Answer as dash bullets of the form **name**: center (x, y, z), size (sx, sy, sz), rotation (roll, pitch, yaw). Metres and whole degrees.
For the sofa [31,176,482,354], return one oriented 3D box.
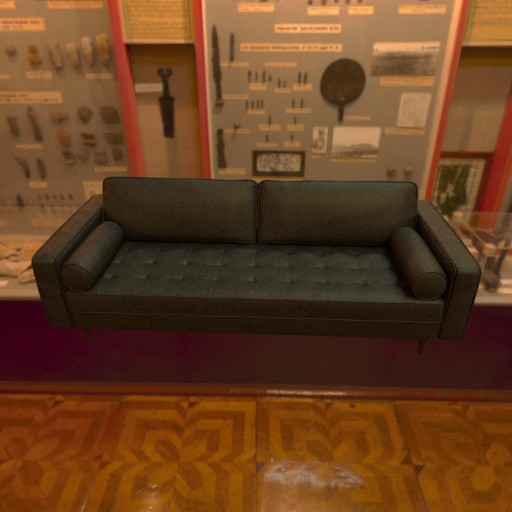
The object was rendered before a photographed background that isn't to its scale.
- **sofa**: center (0.000, 0.000, 2.581), size (2.210, 0.762, 0.914), rotation (1, 29, 2)
